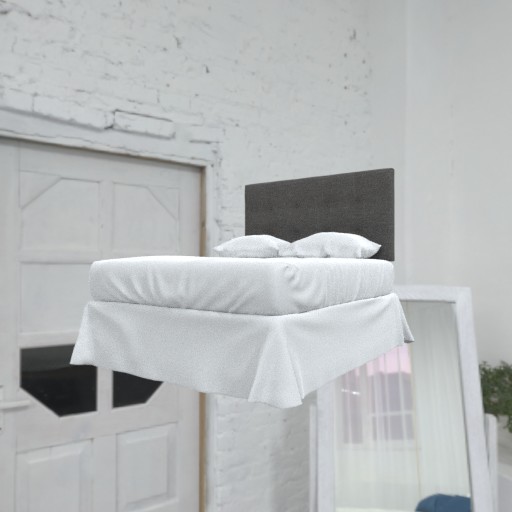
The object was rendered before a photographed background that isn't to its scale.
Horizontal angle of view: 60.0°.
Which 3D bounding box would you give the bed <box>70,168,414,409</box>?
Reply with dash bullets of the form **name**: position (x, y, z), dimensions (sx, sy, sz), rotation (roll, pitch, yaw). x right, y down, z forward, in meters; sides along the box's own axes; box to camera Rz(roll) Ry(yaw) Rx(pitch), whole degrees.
- **bed**: position (0.000, 0.000, 3.591), dimensions (1.936, 1.577, 2.222), rotation (0, 0, 35)
